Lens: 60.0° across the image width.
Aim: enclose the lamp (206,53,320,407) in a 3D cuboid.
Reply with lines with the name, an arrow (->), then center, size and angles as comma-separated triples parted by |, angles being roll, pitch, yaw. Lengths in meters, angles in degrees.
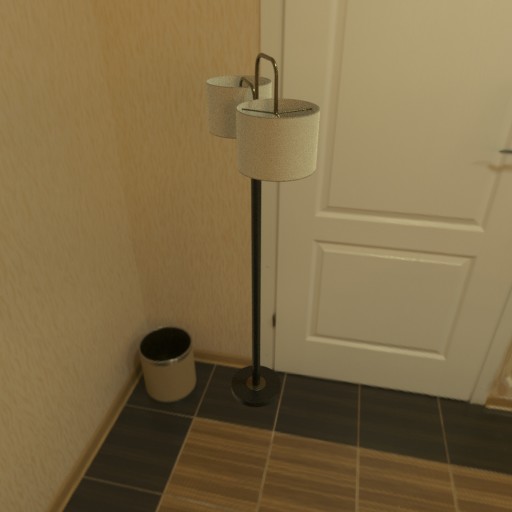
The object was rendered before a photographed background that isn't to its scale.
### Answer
lamp -> 0.000, 0.000, 1.871 | 0.254, 1.587, 0.711 | -9, 33, -14
